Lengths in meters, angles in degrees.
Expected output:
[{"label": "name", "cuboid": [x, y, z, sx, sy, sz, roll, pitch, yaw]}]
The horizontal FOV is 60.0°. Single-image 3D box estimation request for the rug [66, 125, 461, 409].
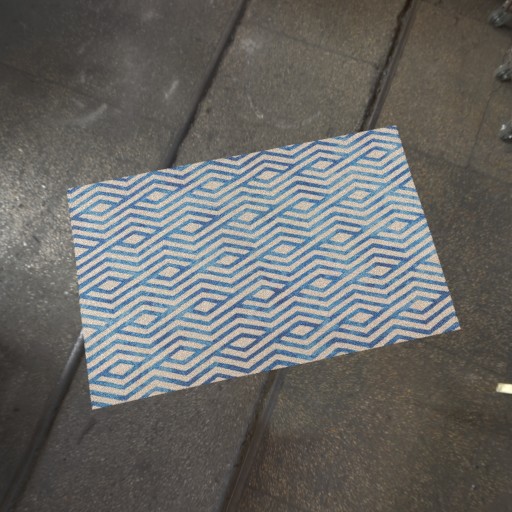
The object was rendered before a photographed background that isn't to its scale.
[{"label": "rug", "cuboid": [0.000, 0.000, 3.042, 2.439, 0.008, 1.531, -12, 76, -3]}]
